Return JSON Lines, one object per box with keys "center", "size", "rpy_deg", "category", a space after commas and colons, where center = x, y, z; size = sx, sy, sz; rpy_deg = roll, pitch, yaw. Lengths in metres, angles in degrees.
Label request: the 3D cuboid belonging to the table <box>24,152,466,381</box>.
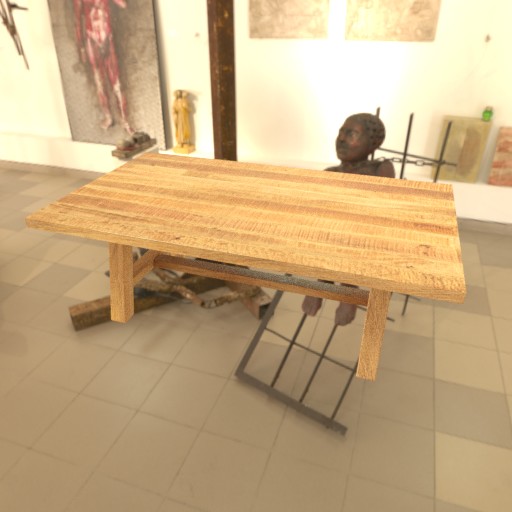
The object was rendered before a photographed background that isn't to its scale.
{"center": [0.000, 0.000, 1.670], "size": [1.320, 0.455, 0.760], "rpy_deg": [10, 31, 16], "category": "table"}
